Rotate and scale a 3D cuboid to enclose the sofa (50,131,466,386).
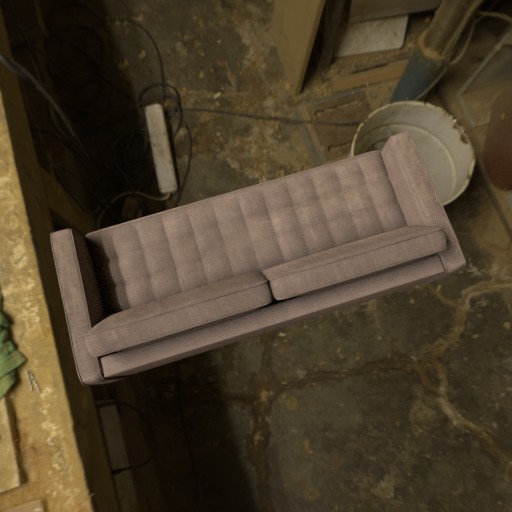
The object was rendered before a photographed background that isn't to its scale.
[{"bbox_3d":[0.000,0.000,2.722,2.295,0.813,0.923,-17,77,-4],"label":"sofa"}]
